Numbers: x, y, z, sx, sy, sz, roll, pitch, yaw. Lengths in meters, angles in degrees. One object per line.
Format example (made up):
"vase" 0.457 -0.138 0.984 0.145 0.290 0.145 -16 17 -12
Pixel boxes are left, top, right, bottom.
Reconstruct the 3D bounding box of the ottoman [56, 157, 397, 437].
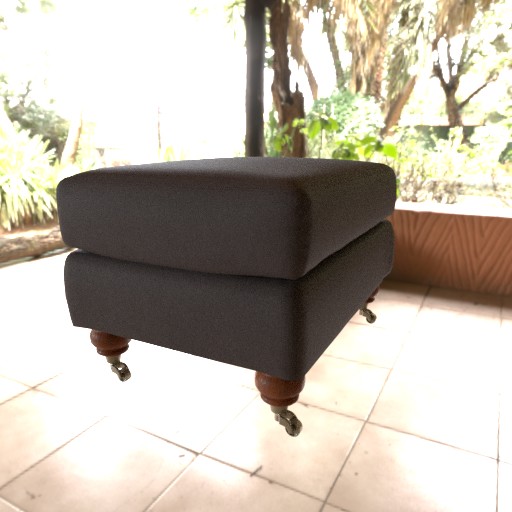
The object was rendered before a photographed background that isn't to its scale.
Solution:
"ottoman" 0.000 0.000 1.146 0.574 0.497 0.773 7 16 27
